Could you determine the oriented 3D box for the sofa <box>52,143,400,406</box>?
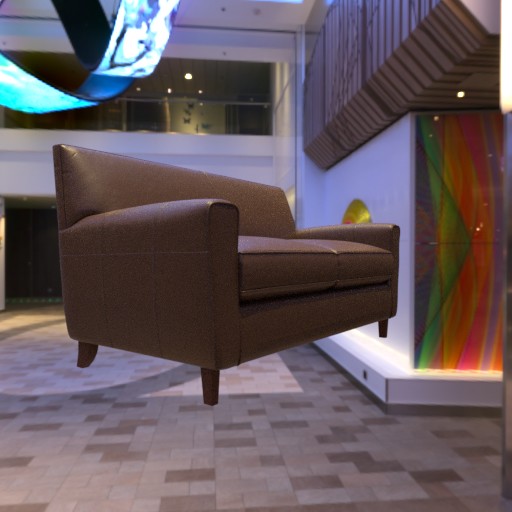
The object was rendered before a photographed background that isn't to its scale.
[{"bbox_3d":[0.000,0.000,2.019,0.853,0.859,1.468,0,1,38],"label":"sofa"}]
